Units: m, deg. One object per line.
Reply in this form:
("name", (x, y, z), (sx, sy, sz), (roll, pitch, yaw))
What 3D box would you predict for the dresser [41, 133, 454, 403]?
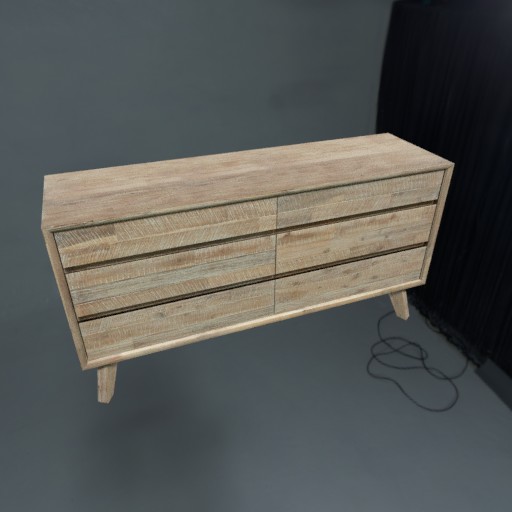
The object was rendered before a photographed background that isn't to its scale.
("dresser", (0.000, 0.000, 1.959), (1.554, 0.805, 0.455), (-11, 34, -18))
